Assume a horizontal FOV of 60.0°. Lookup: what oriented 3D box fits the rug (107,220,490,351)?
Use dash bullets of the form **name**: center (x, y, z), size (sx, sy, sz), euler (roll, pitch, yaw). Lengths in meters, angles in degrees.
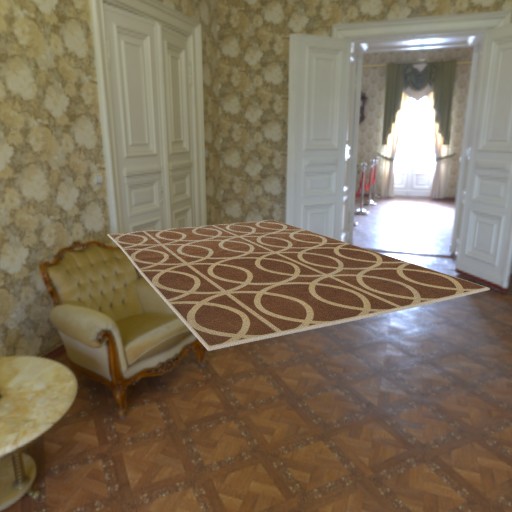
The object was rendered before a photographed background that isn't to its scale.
- **rug**: center (0.000, 0.000, 2.899), size (1.528, 0.014, 2.294), euler (-7, 16, -26)
